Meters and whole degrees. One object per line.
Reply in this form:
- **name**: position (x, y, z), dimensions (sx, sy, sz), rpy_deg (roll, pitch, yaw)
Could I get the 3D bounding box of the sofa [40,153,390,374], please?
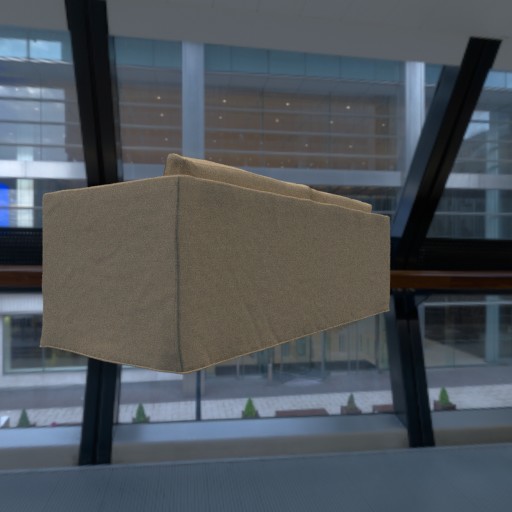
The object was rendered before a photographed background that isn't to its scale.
- **sofa**: position (0.000, 0.000, 2.774), dimensions (0.962, 0.853, 2.312), rpy_deg (0, 0, 35)
